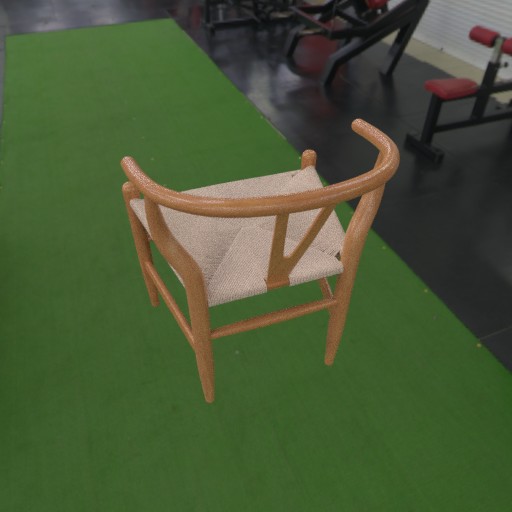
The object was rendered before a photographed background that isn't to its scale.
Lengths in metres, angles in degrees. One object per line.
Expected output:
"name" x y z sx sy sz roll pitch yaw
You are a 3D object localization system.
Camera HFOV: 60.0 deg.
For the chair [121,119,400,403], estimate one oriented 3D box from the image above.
"chair" 0.000 0.000 1.128 0.569 0.730 0.579 -13 43 -14
